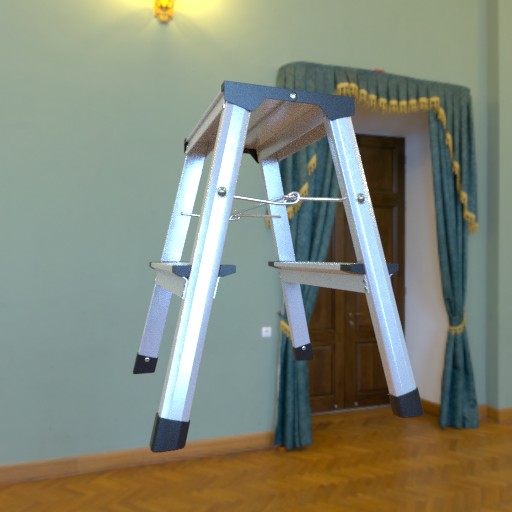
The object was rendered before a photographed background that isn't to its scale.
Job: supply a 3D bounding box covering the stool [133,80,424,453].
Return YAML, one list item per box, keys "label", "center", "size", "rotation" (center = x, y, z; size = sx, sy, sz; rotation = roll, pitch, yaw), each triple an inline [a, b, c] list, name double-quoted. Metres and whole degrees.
- label: "stool"
  center: [0.000, 0.000, 0.793]
  size: [0.405, 0.480, 0.404]
  rotation: [0, 0, -19]
